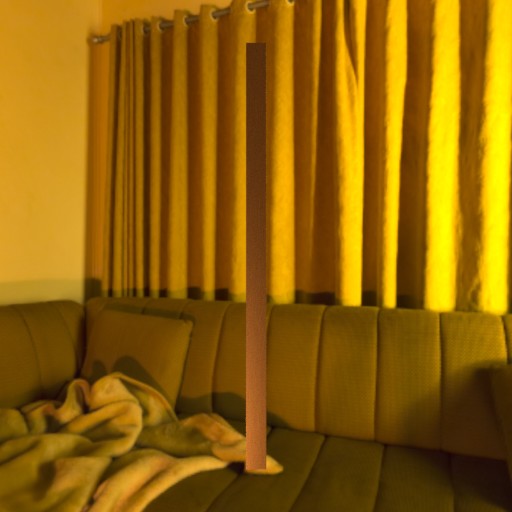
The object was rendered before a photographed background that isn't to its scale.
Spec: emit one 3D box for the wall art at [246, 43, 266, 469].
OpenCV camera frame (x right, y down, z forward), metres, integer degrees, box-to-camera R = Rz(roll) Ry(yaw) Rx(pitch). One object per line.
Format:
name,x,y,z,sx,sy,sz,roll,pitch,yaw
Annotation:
wall art,0.000,0.000,1.178,0.036,0.765,0.767,0,0,0
